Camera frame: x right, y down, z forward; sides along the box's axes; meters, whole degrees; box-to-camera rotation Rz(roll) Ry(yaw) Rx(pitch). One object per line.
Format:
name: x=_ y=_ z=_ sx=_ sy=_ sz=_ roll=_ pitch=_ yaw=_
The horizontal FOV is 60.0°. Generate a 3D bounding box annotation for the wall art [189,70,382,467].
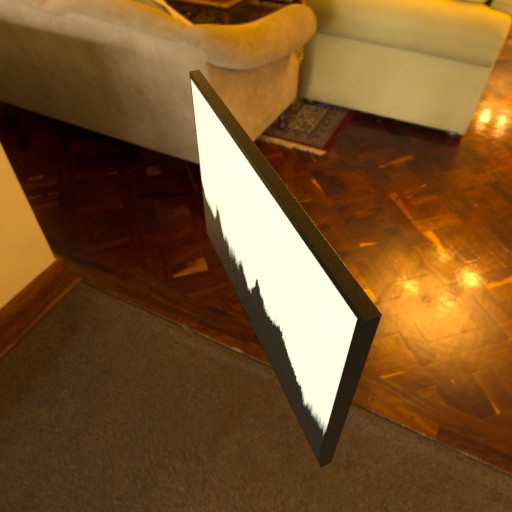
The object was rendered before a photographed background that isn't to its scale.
wall art: x=0.000 y=0.000 z=0.843 sx=0.022 sy=0.446 sz=0.659 roll=-16 pitch=48 yaw=-15
